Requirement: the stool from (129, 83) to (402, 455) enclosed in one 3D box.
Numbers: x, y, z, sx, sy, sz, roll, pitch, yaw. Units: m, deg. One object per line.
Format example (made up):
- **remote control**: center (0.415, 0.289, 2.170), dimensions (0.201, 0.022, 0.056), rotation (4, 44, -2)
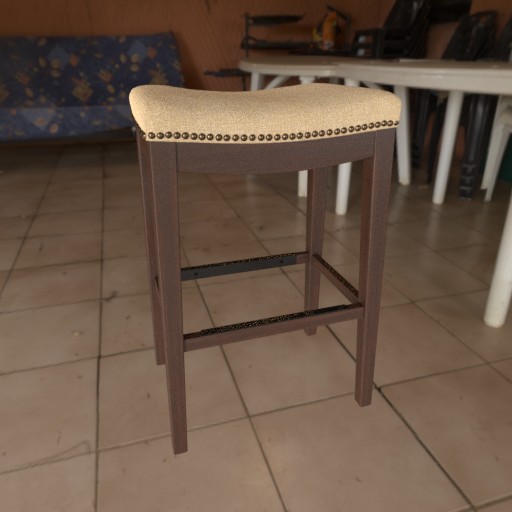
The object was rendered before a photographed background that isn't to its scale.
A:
- **stool**: center (0.000, 0.000, 1.071), dimensions (0.509, 0.768, 0.363), rotation (-8, 26, -16)
